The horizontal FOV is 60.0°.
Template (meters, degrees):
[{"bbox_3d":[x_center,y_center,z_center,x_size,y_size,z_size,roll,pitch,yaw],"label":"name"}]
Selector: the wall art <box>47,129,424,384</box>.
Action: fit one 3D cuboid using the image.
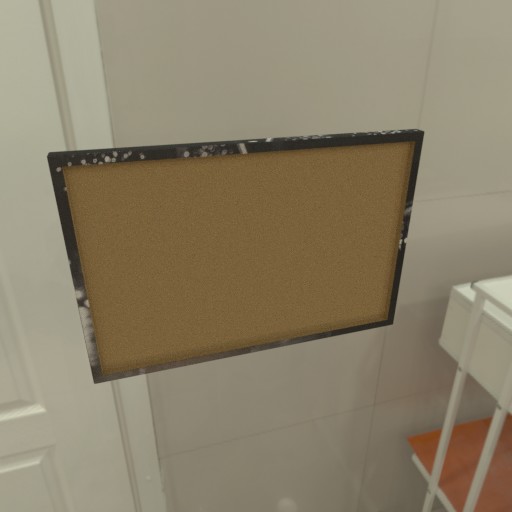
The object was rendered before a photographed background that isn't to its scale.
[{"bbox_3d":[0.000,0.000,1.184,0.914,0.609,0.038,-8,27,-16],"label":"wall art"}]
